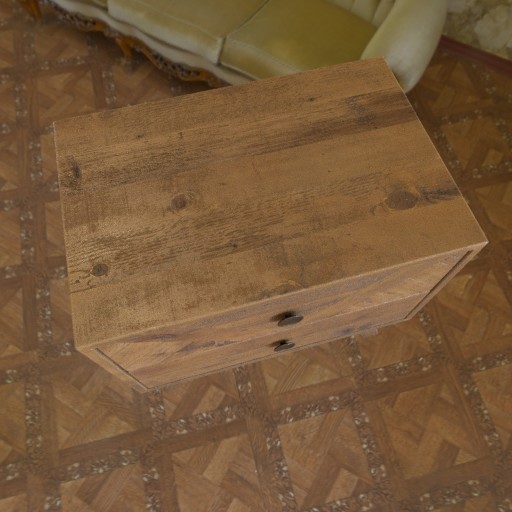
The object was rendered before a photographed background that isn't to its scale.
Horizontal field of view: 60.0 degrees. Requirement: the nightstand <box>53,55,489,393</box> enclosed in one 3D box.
[{"bbox_3d":[0.000,0.000,1.025,0.650,0.599,0.450,-14,65,-7],"label":"nightstand"}]
